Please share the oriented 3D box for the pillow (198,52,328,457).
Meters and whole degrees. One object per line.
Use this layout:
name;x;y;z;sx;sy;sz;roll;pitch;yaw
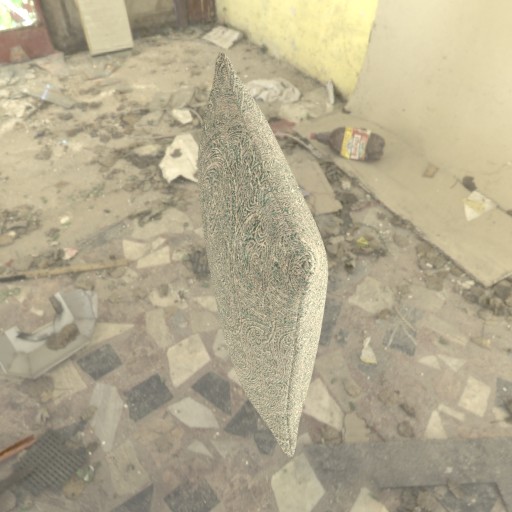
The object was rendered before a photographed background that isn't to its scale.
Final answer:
pillow;0.000;0.000;0.784;0.166;0.507;0.526;-9;47;-9
